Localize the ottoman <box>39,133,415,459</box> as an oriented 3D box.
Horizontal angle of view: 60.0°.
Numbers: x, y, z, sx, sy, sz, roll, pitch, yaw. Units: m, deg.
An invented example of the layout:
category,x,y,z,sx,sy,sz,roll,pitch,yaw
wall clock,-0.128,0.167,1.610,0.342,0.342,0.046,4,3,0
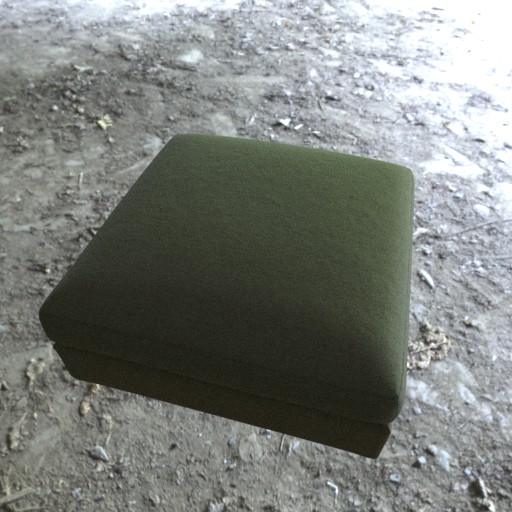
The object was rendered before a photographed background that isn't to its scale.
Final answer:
category,x,y,z,sx,sy,sz,roll,pitch,yaw
ottoman,0.000,0.000,1.579,1.041,0.470,1.041,11,47,11
